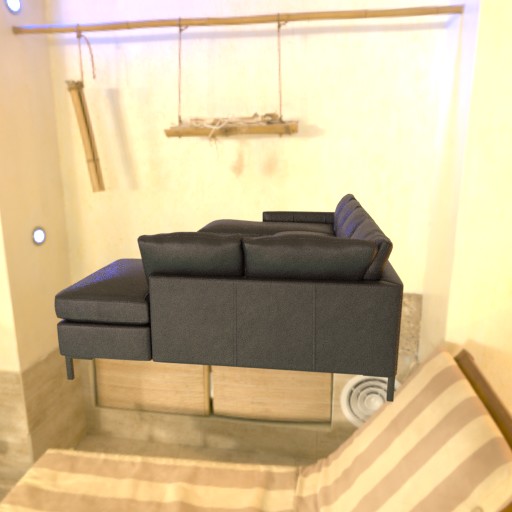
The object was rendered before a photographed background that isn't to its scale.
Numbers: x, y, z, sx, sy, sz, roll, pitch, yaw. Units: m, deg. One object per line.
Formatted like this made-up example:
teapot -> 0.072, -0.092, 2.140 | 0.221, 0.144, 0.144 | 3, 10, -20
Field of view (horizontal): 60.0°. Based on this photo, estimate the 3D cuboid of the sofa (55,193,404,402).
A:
sofa -> 0.000, 0.000, 3.807 | 1.939, 0.900, 2.956 | 2, 13, 8
